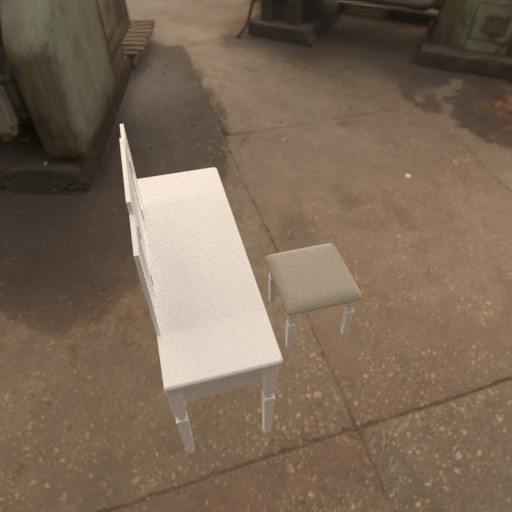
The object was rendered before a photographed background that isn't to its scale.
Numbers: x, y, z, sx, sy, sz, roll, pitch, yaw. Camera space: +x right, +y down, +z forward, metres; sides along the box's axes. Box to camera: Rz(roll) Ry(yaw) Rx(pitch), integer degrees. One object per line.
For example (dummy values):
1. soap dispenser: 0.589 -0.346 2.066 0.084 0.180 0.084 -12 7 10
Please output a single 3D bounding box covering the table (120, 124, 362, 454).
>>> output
1. table: 0.000 0.000 2.313 1.115 1.310 1.369 -11 48 -10
